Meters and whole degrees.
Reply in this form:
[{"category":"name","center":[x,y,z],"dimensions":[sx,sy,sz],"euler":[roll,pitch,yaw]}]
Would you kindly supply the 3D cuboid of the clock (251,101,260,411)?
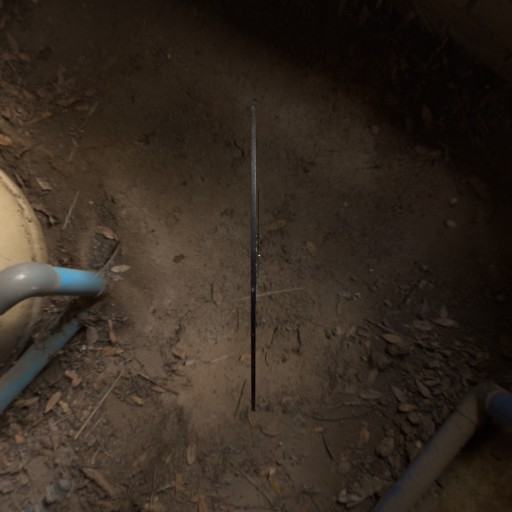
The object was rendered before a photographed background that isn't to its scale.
[{"category":"clock","center":[0.000,0.000,1.275],"dimensions":[0.025,0.843,0.843],"euler":[0,90,0]}]
